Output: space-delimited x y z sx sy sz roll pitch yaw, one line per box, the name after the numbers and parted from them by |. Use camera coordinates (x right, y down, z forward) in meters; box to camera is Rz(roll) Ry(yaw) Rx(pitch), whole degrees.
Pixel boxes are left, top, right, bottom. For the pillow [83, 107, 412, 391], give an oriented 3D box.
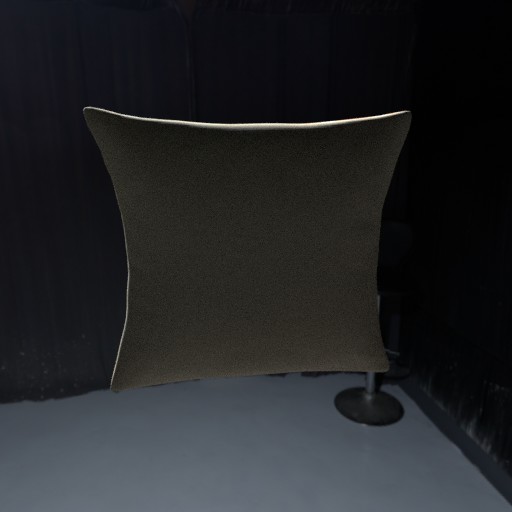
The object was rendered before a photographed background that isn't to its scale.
0.000 0.000 0.805 0.552 0.508 0.166 -2 14 -8 | pillow
